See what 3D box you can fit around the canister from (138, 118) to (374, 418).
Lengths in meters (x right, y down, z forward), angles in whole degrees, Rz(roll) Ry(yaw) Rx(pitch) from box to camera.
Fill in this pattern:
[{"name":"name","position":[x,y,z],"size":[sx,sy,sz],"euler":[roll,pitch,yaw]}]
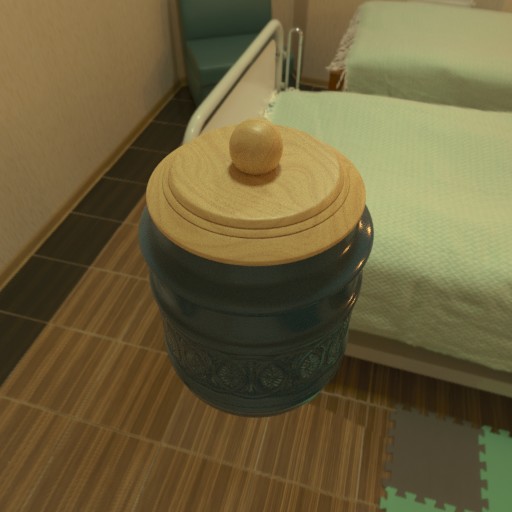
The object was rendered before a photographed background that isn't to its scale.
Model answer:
[{"name":"canister","position":[0.000,0.000,0.268],"size":[0.130,0.176,0.130],"euler":[0,46,0]}]
